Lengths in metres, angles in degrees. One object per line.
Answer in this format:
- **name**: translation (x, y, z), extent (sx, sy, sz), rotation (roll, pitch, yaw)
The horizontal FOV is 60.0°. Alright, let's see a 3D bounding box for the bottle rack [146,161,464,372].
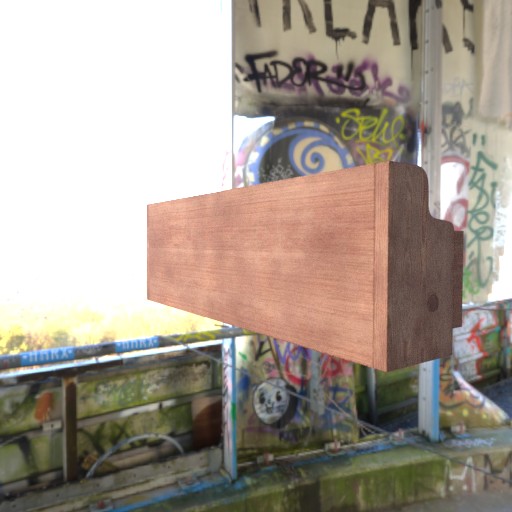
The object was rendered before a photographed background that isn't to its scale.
- **bottle rack**: translation (0.000, 0.000, 0.695), extent (0.126, 0.196, 0.608), rotation (-1, 3, -35)
